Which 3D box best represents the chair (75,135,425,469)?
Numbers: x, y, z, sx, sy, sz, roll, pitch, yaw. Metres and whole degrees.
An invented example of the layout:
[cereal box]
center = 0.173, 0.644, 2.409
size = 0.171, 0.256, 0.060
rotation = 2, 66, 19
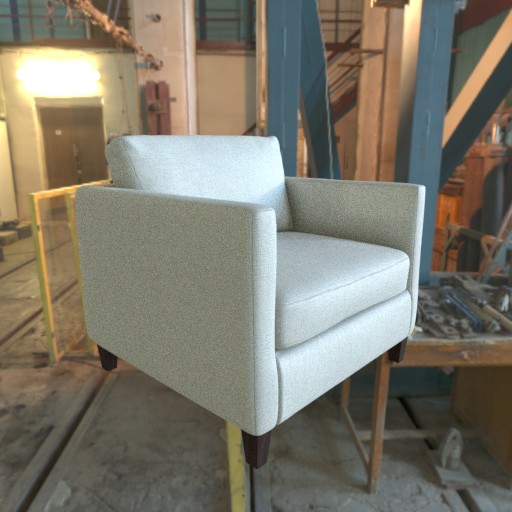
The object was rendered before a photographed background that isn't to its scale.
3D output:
[chair]
center = 0.000, 0.000, 1.711
size = 0.959, 0.919, 0.996
rotation = 12, 18, 42
